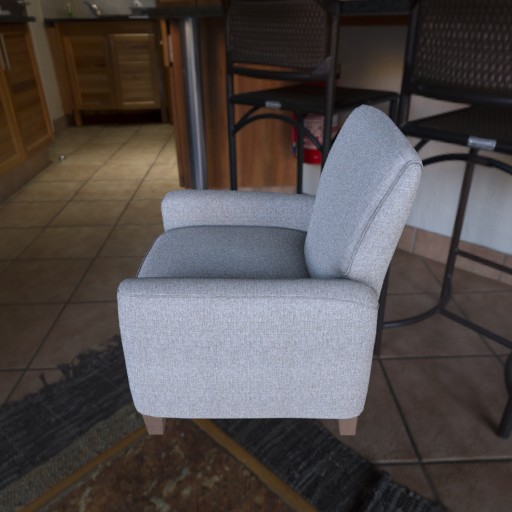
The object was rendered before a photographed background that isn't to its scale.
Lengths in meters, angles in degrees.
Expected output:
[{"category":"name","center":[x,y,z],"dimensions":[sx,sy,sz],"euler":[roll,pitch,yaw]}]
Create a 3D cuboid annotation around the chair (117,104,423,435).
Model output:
[{"category":"chair","center":[0.000,0.000,1.624],"dimensions":[0.864,1.014,0.848],"euler":[0,29,0]}]
